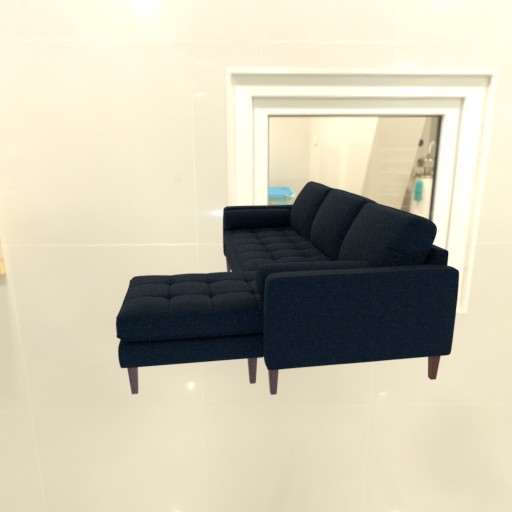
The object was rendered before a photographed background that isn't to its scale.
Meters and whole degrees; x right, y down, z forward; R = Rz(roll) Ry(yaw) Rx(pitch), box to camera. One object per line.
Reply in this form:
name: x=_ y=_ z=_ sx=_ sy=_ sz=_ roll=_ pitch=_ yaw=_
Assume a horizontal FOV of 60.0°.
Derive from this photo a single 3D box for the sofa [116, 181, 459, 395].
sofa: x=0.000 y=0.000 z=3.026 sx=1.613 sy=0.841 sz=2.185 roll=-2 pitch=15 yaw=-9
